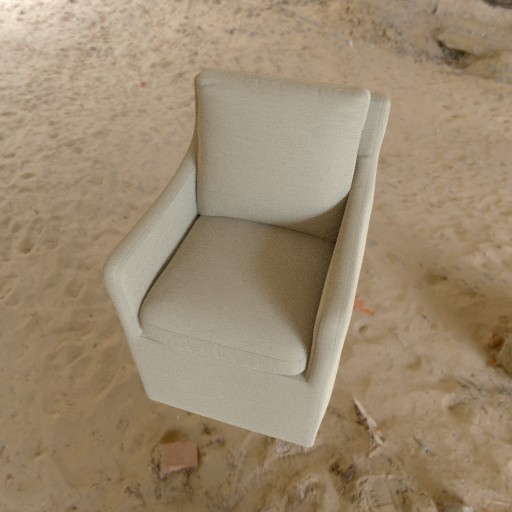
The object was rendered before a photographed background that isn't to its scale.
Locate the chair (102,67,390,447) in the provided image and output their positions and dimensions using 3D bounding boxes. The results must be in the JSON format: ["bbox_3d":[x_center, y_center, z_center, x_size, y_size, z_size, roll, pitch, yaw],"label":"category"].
[{"bbox_3d":[0.000,0.000,1.352,0.626,0.914,0.694,12,45,13],"label":"chair"}]
